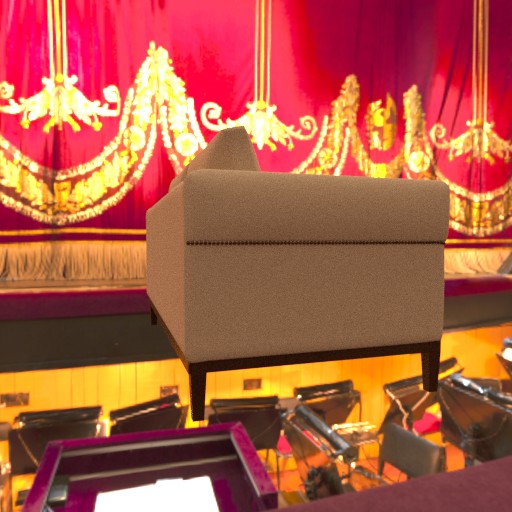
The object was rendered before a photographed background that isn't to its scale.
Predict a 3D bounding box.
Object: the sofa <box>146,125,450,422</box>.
[{"bbox_3d":[0.000,0.000,2.086,0.905,0.873,1.598,-1,2,-18],"label":"sofa"}]
